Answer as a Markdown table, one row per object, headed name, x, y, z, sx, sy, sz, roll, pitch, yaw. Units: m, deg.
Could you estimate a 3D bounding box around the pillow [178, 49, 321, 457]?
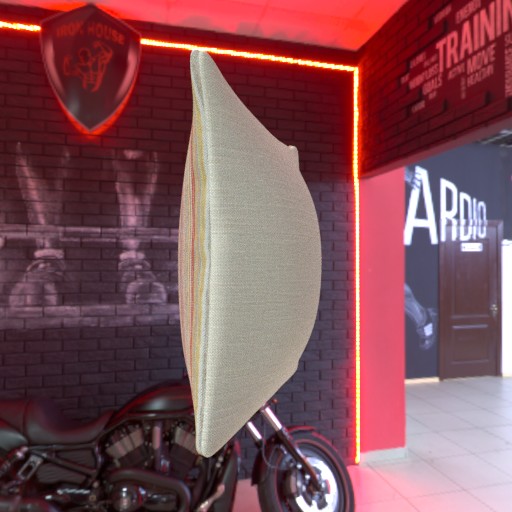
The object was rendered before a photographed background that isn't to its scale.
| name | x | y | z | sx | sy | sz | roll | pitch | yaw |
| --- | --- | --- | --- | --- | --- | --- | --- | --- | --- |
| pillow | 0.000 | 0.000 | 0.684 | 0.191 | 0.449 | 0.451 | 0 | -1 | 18 |
